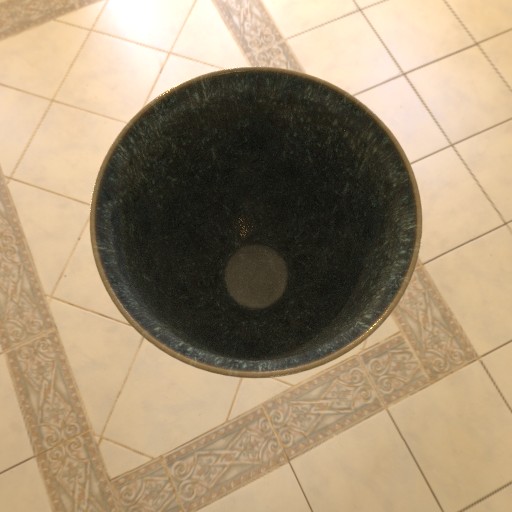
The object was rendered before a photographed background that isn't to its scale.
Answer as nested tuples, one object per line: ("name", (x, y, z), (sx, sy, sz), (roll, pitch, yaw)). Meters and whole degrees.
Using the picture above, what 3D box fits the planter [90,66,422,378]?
("planter", (0.000, 0.000, 0.362), (0.195, 0.214, 0.195), (0, 74, 0))
